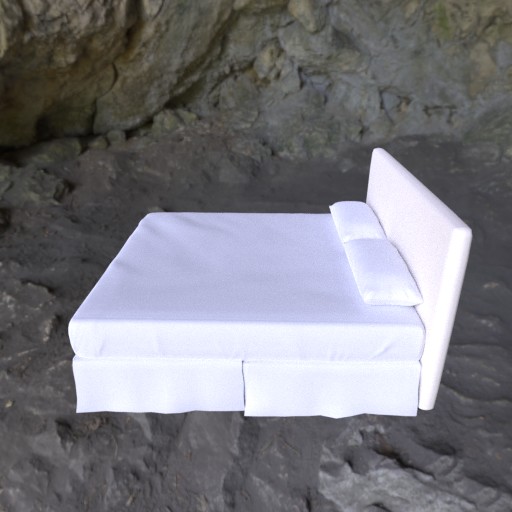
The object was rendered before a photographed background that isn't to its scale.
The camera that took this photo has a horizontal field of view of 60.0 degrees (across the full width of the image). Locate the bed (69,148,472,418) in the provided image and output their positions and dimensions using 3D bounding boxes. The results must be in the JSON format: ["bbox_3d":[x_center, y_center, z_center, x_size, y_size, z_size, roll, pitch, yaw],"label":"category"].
[{"bbox_3d":[0.000,0.000,3.499,2.341,1.317,2.119,1,25,1],"label":"bed"}]
